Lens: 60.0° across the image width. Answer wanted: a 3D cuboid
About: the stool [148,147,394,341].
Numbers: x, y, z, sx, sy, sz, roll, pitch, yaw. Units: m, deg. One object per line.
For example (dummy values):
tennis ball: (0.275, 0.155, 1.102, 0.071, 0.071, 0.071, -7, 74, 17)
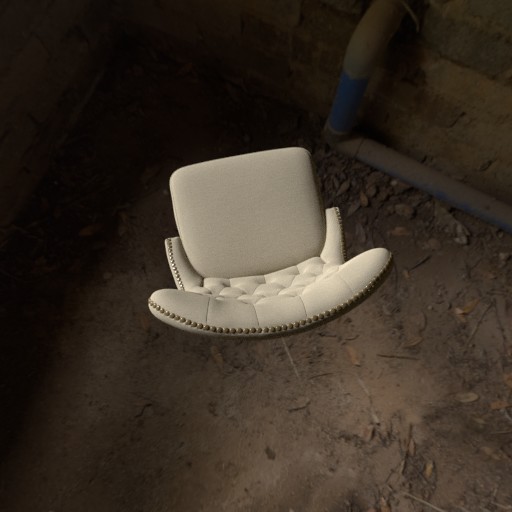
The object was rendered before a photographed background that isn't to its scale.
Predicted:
stool: (0.000, 0.000, 1.439, 0.528, 1.066, 0.605, -11, 76, -3)
